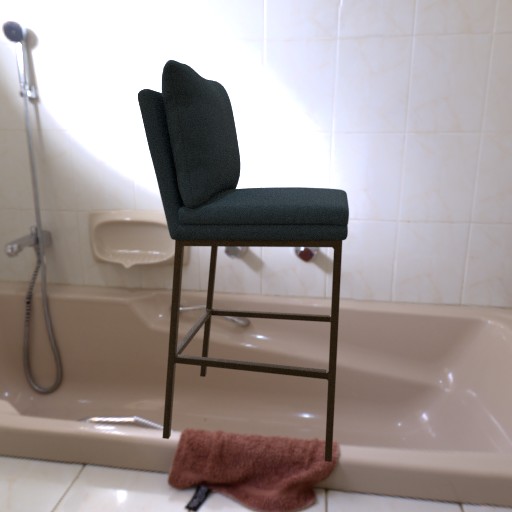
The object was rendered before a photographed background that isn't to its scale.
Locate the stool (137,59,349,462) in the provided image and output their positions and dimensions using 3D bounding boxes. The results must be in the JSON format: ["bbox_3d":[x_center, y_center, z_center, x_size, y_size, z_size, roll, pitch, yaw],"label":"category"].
[{"bbox_3d":[0.000,0.000,1.435,0.568,1.124,0.463,3,14,10],"label":"stool"}]
